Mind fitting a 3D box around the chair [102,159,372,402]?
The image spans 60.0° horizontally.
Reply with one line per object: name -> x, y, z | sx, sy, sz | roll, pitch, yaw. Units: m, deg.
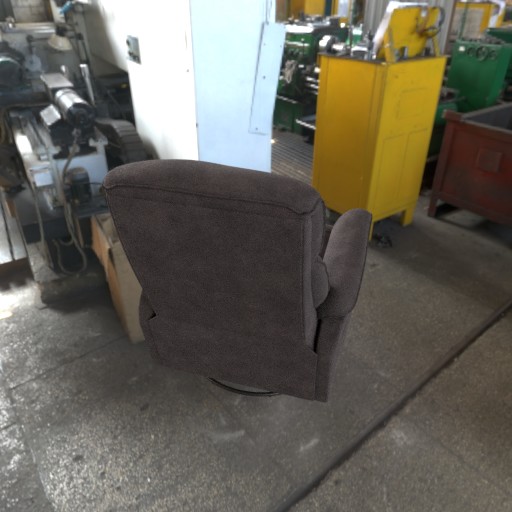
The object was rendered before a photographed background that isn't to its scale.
chair -> 0.000, 0.000, 1.731 | 0.830, 1.035, 1.009 | 9, 33, 14
